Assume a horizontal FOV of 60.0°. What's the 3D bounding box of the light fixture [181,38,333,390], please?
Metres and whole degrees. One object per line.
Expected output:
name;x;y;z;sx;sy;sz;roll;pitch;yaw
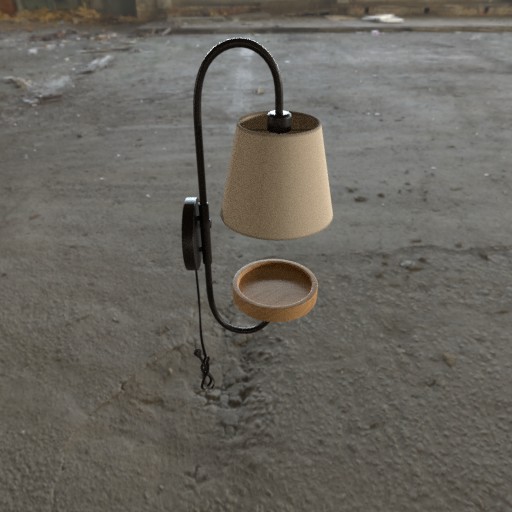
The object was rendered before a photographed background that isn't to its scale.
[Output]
light fixture;0.000;0.000;0.923;0.299;0.821;0.220;0;33;0
